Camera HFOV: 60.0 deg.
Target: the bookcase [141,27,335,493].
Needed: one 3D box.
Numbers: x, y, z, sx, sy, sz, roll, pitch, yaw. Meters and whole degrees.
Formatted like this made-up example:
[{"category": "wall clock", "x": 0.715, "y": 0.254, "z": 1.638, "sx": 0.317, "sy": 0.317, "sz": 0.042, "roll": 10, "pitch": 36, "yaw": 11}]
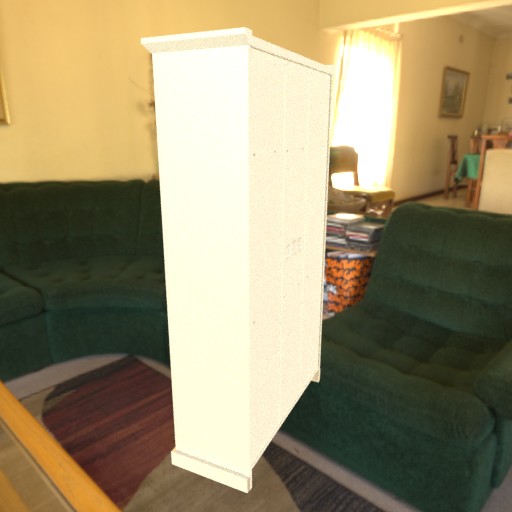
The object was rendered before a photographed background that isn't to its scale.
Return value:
[{"category": "bookcase", "x": 0.000, "y": 0.000, "z": 2.248, "sx": 0.432, "sy": 1.880, "sz": 1.050, "roll": 8, "pitch": 18, "yaw": 25}]
